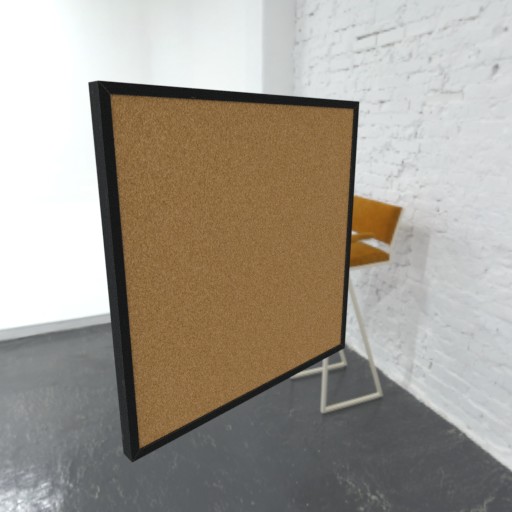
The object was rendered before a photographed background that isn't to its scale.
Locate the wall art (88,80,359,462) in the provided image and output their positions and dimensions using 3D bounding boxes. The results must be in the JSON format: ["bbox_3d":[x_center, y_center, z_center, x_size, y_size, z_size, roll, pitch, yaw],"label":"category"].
[{"bbox_3d":[0.000,0.000,1.105,0.761,0.761,0.037,-14,21,-41],"label":"wall art"}]
